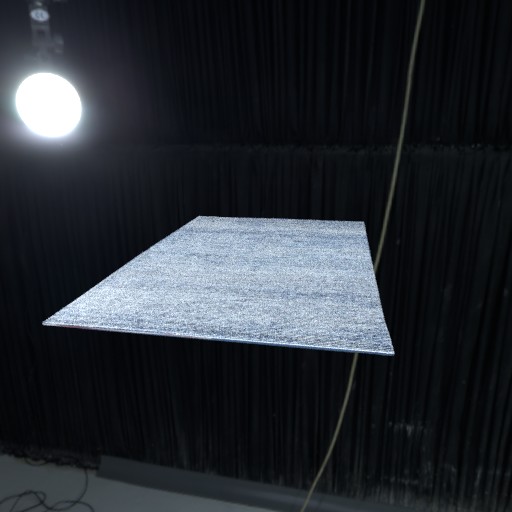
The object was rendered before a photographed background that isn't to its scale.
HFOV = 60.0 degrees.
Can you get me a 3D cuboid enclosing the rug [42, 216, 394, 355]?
[{"bbox_3d":[0.000,0.000,2.246,1.159,0.025,1.793,3,17,10],"label":"rug"}]
